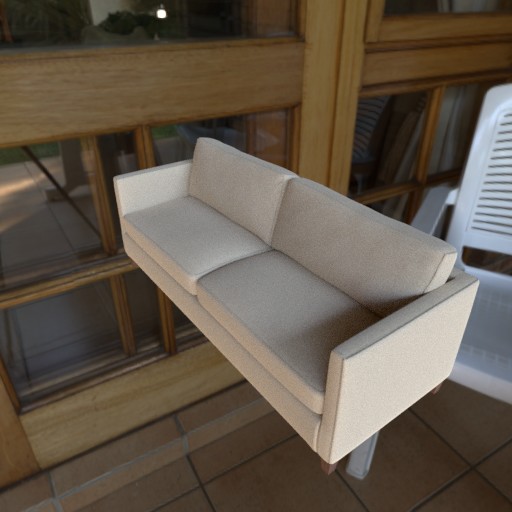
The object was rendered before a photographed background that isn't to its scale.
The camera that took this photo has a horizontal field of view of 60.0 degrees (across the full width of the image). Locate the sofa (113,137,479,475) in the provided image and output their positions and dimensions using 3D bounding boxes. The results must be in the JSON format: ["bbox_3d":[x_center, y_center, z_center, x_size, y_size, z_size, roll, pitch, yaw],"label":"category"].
[{"bbox_3d":[0.000,0.000,2.807,0.951,0.968,2.361,-21,37,-31],"label":"sofa"}]
